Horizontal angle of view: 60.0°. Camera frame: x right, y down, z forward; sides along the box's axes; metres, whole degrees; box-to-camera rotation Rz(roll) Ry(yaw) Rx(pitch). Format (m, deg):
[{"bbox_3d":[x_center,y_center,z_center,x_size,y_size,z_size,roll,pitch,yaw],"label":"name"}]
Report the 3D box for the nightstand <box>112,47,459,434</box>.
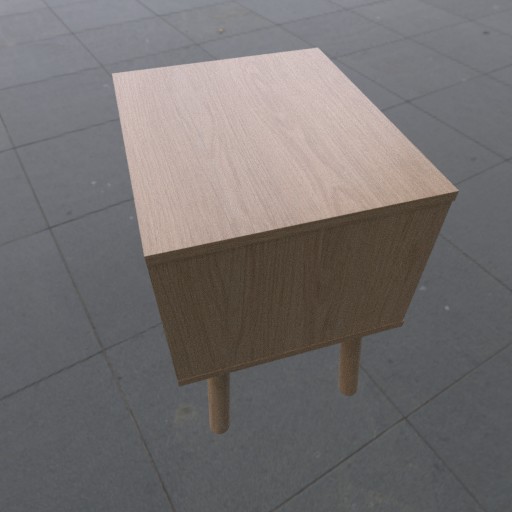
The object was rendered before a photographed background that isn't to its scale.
[{"bbox_3d":[0.000,0.000,0.857,0.380,0.571,0.450,-12,48,-11],"label":"nightstand"}]
